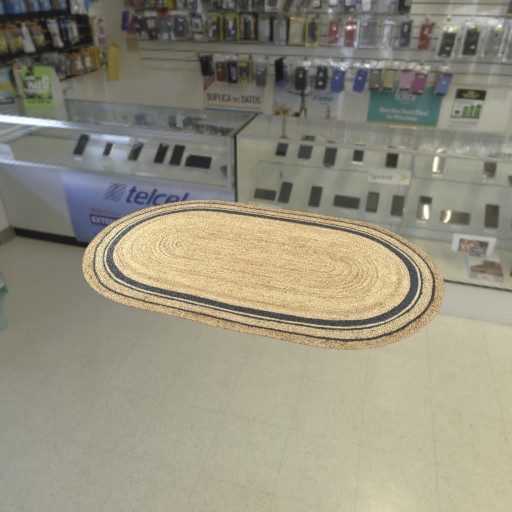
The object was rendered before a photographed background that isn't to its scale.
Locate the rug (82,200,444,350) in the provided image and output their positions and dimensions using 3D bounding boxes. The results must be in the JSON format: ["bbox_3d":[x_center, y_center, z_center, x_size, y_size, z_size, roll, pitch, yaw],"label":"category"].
[{"bbox_3d":[0.000,0.000,3.041,2.432,0.006,1.520,10,33,15],"label":"rug"}]
